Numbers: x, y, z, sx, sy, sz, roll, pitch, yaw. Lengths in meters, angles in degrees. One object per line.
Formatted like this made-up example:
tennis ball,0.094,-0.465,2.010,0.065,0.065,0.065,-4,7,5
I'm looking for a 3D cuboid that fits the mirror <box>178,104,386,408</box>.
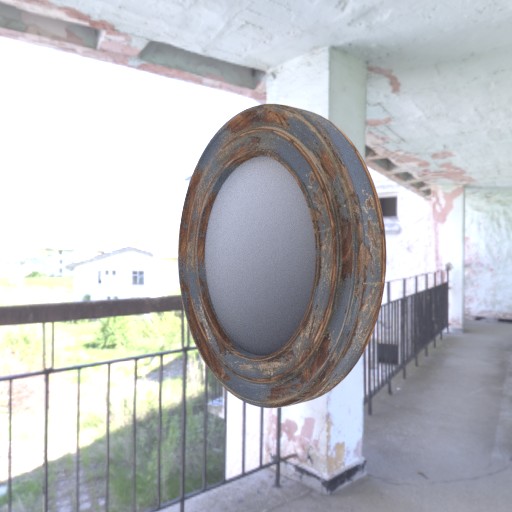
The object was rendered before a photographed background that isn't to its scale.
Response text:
mirror,0.000,0.000,0.893,0.061,0.585,0.585,0,0,-37
